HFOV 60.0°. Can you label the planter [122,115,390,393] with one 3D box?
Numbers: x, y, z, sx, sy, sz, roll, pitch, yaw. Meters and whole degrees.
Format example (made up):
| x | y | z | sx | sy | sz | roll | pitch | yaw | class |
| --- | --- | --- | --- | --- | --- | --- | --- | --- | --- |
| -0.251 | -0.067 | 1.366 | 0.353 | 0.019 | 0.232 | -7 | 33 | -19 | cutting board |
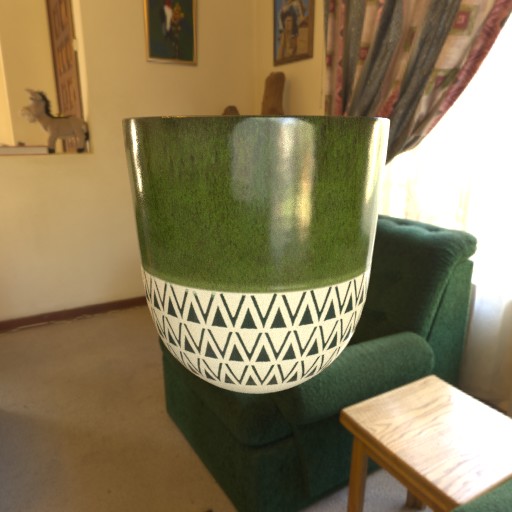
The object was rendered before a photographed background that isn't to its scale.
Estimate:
| x | y | z | sx | sy | sz | roll | pitch | yaw | class |
| --- | --- | --- | --- | --- | --- | --- | --- | --- | --- |
| 0.000 | 0.000 | 0.458 | 0.245 | 0.270 | 0.245 | 0 | 16 | 0 | planter |
